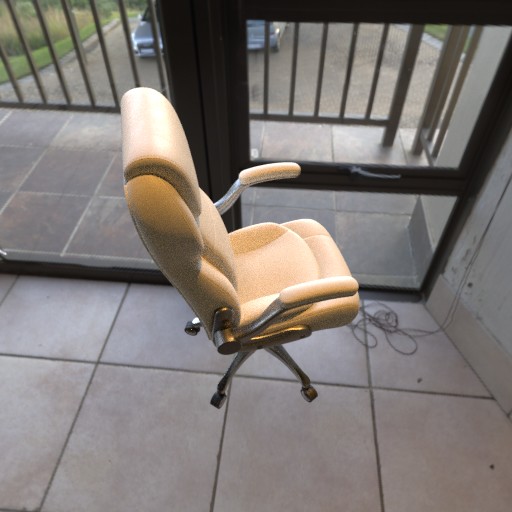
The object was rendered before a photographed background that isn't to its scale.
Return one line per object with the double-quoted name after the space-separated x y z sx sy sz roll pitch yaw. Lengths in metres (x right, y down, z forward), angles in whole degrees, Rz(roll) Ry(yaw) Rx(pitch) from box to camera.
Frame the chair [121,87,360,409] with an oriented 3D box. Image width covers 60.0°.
0.000 0.000 1.786 0.806 1.330 0.755 -9 48 -9 "chair"
